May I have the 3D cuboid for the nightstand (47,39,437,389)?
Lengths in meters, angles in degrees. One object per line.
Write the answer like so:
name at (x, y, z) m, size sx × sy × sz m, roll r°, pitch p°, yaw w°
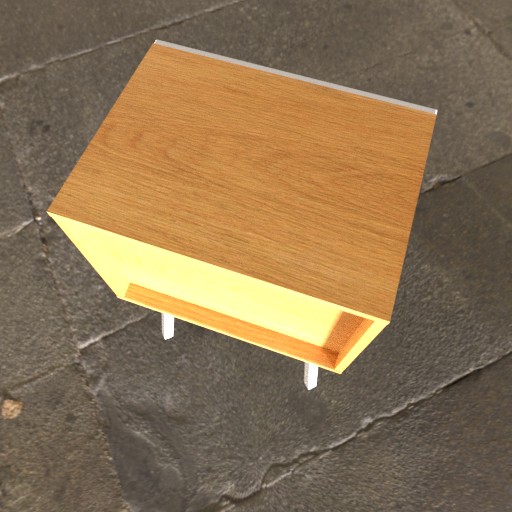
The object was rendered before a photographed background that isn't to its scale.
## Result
nightstand at (0.000, 0.000, 0.817) m, size 0.400 × 0.601 × 0.316 m, roll 17°, pitch 66°, yaw 8°
